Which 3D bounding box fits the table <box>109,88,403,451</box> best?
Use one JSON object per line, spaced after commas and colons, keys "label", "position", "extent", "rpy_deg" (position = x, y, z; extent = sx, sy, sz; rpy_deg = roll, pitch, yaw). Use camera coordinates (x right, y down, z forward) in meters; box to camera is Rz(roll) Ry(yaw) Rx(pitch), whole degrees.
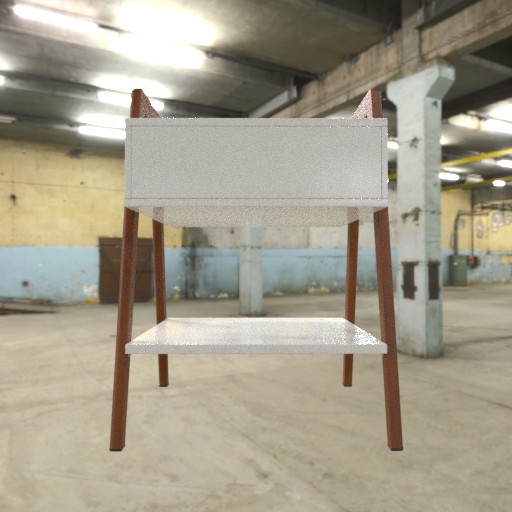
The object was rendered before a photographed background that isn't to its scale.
{"label": "table", "position": [0.000, 0.000, 0.891], "extent": [0.457, 0.610, 0.405], "rpy_deg": [0, -1, 0]}
